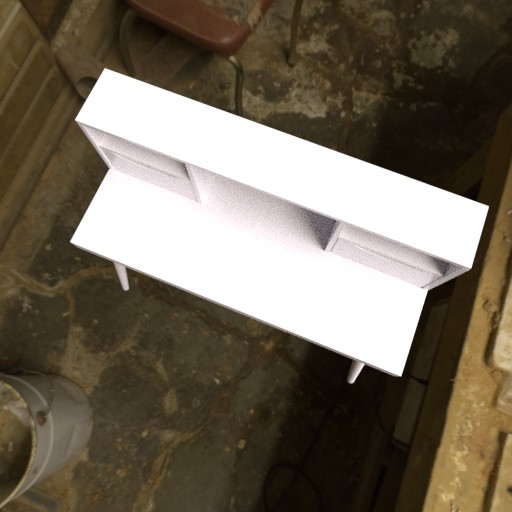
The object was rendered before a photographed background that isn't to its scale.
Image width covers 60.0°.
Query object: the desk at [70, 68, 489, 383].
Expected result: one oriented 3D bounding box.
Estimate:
[{"bbox_3d":[0.000,0.000,1.708,1.199,0.990,0.559,21,76,6],"label":"desk"}]
